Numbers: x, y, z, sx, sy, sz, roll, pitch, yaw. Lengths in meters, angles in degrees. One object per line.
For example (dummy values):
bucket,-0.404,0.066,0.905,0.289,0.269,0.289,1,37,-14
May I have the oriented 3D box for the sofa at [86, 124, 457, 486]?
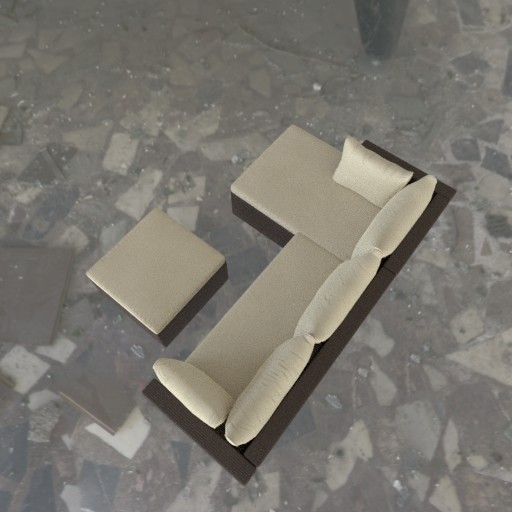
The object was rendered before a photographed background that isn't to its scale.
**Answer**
sofa,0.000,0.000,2.938,1.612,0.766,2.192,35,68,16
